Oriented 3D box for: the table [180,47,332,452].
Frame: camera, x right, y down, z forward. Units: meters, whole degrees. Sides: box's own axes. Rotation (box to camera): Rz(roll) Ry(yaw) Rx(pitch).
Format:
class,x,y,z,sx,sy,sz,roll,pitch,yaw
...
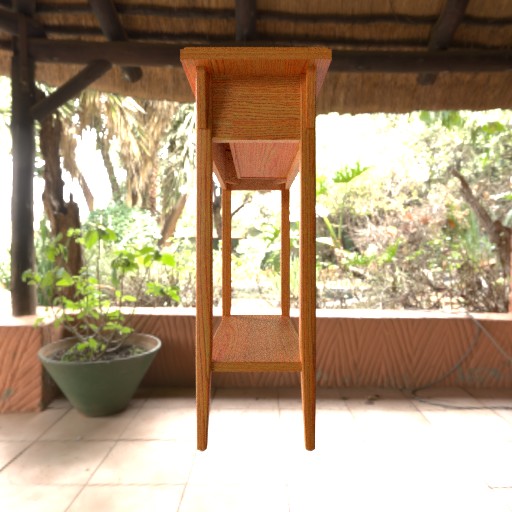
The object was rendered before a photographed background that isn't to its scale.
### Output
class,x,y,z,sx,sy,sz,roll,pitch,yaw
table,0.000,0.000,1.126,0.254,0.711,0.762,0,0,0
